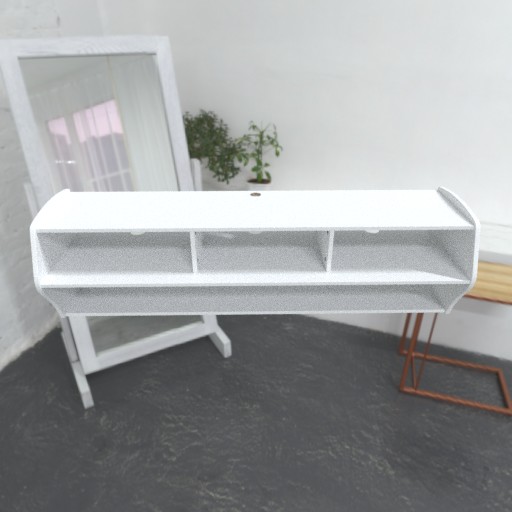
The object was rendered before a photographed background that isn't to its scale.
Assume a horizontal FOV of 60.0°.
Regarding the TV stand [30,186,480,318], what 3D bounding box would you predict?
[{"bbox_3d":[0.000,0.000,1.656,1.473,0.424,0.397,0,30,-1],"label":"TV stand"}]
